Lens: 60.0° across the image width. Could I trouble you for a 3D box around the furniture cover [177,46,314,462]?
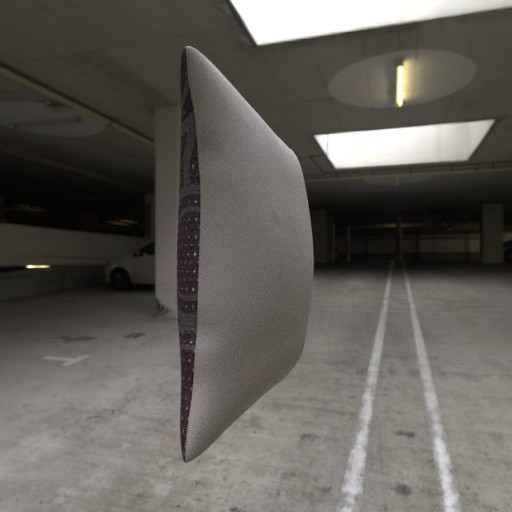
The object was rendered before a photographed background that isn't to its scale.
[{"bbox_3d":[0.000,0.000,0.796,0.193,0.509,0.552,0,-1,17],"label":"furniture cover"}]
